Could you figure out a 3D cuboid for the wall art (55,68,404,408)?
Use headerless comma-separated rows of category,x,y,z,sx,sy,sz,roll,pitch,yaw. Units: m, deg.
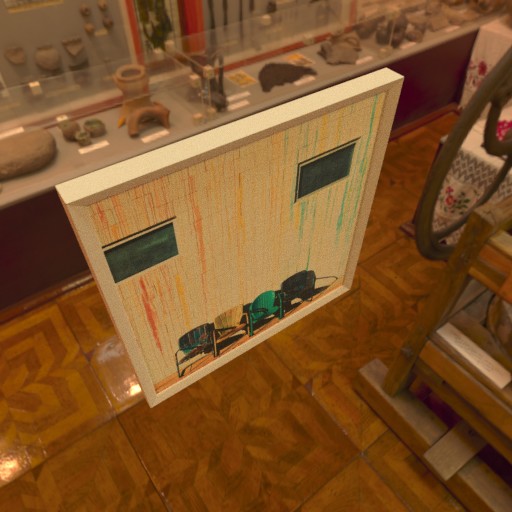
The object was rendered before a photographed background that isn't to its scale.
wall art,0.000,0.000,0.758,0.508,0.508,0.037,-27,53,-22
